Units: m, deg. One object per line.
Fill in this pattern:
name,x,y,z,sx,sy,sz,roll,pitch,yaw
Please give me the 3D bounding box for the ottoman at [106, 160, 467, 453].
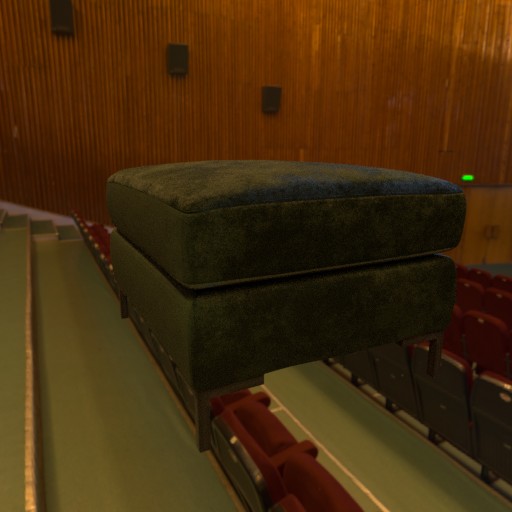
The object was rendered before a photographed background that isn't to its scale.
ottoman,0.000,0.000,1.281,0.701,0.538,0.839,-7,15,-26
